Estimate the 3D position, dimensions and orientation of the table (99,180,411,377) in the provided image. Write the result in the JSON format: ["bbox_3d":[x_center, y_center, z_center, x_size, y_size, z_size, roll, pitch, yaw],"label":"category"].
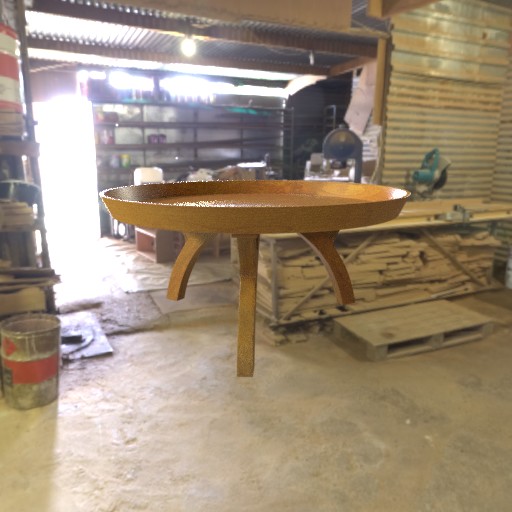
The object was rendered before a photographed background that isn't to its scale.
[{"bbox_3d":[0.000,0.000,1.572,1.016,0.470,1.016,0,13,0],"label":"table"}]
